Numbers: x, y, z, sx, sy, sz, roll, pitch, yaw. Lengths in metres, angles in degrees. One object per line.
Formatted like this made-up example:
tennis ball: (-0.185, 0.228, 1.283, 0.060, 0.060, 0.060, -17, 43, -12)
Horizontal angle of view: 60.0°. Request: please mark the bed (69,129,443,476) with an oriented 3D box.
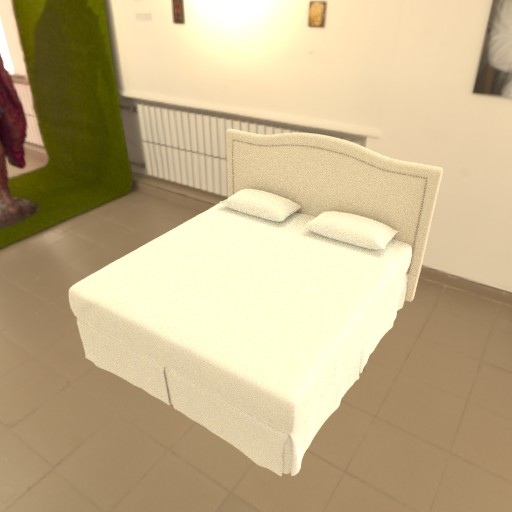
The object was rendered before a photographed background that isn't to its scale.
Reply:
bed: (0.000, 0.000, 3.485, 2.083, 1.421, 2.182, 19, 36, 29)
